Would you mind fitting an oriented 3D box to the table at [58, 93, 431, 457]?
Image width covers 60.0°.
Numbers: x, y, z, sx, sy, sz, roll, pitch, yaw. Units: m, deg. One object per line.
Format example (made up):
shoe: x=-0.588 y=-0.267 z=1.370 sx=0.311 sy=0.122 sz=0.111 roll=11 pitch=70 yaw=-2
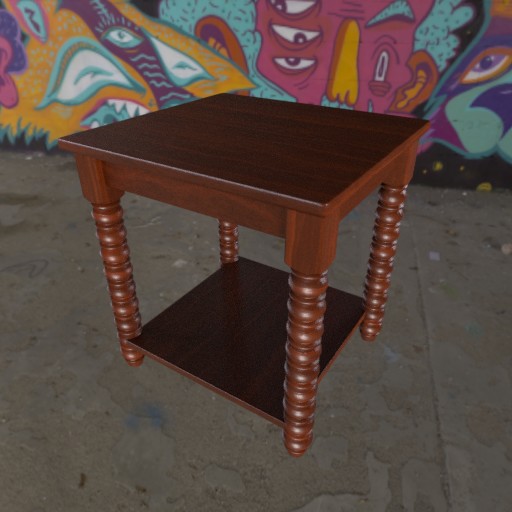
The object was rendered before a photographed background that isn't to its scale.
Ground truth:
table: x=0.000 y=0.000 z=0.992 sx=0.533 sy=0.567 sz=0.500 roll=18 pitch=35 yaw=28
